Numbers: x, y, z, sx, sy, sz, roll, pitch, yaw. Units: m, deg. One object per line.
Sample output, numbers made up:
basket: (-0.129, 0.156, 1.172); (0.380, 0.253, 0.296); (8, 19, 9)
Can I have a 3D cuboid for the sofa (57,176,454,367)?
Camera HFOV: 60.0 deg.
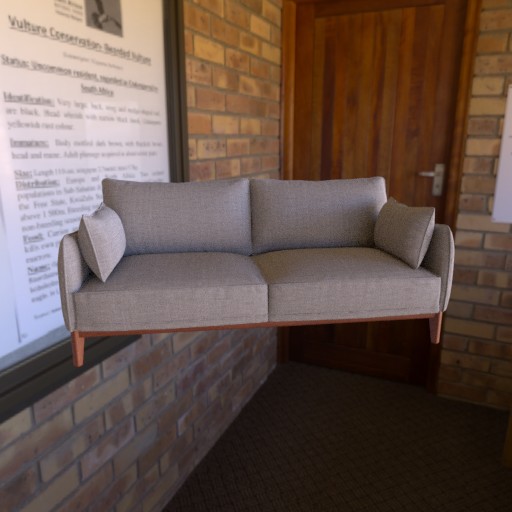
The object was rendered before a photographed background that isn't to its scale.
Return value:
sofa: (0.000, 0.000, 2.564); (1.989, 0.851, 0.972); (-2, 15, -8)
